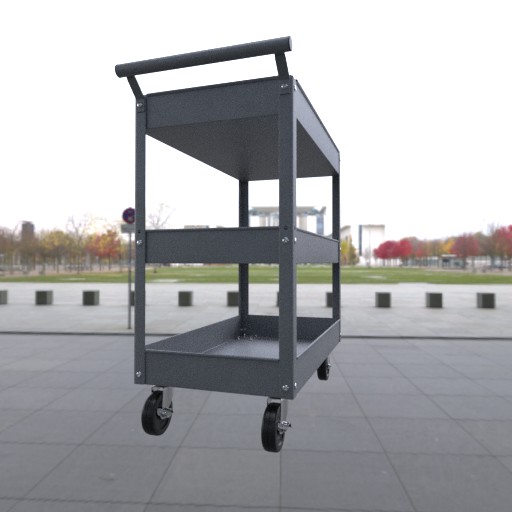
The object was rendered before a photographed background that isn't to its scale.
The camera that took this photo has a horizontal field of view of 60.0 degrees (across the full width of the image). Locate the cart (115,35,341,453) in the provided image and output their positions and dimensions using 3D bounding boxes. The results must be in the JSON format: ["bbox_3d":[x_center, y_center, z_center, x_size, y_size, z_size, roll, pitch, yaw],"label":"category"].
[{"bbox_3d":[0.000,0.000,1.177,0.366,0.780,0.719,0,-1,19],"label":"cart"}]
